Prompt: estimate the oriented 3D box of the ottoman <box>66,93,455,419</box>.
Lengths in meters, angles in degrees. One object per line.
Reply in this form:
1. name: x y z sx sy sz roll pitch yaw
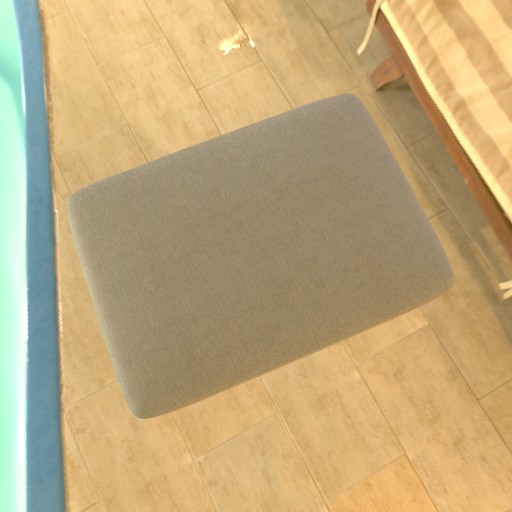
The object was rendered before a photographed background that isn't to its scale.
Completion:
1. ottoman: 0.000 0.000 1.079 0.735 0.404 0.528 -22 76 -6
